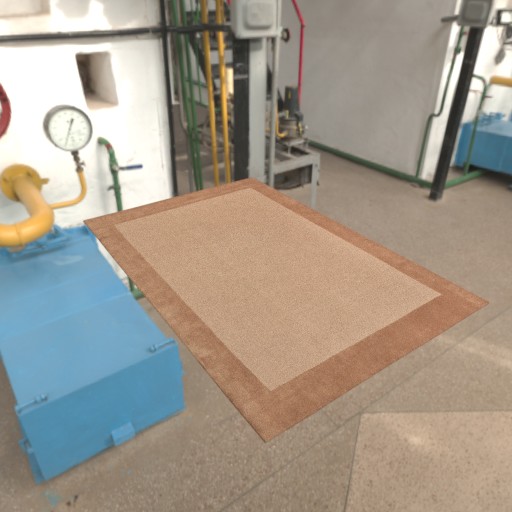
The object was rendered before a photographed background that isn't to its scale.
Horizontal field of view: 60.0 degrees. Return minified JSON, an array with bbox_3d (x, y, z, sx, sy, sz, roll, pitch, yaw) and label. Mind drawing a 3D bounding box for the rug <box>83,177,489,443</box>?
[{"bbox_3d":[0.000,0.000,2.285,1.219,0.014,1.829,-20,37,-29],"label":"rug"}]
